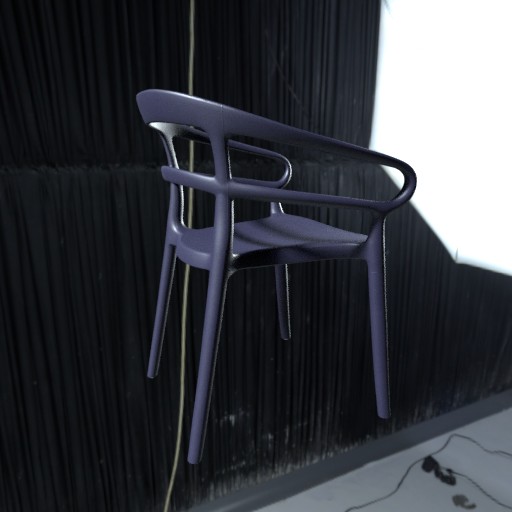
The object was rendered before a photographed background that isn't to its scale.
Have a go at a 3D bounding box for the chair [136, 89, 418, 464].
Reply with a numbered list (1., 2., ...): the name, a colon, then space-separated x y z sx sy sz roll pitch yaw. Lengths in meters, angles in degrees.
1. chair: 0.000 0.000 1.120 0.527 0.761 0.559 -7 16 -25
